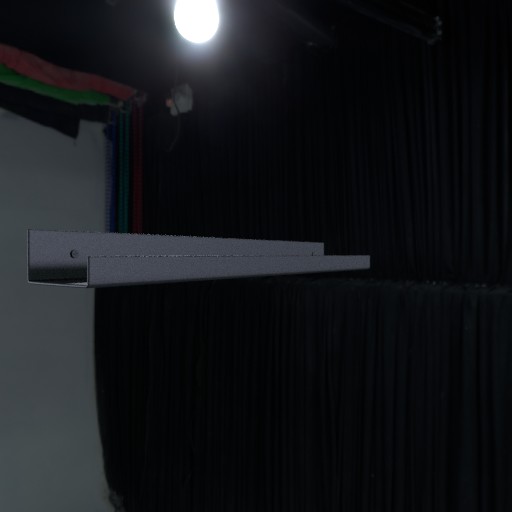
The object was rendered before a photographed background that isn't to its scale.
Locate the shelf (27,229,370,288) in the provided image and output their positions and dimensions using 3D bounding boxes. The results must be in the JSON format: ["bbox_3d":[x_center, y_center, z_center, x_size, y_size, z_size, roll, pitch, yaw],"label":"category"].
[{"bbox_3d":[0.000,0.000,0.639,0.102,0.053,0.605,0,0,36],"label":"shelf"}]
